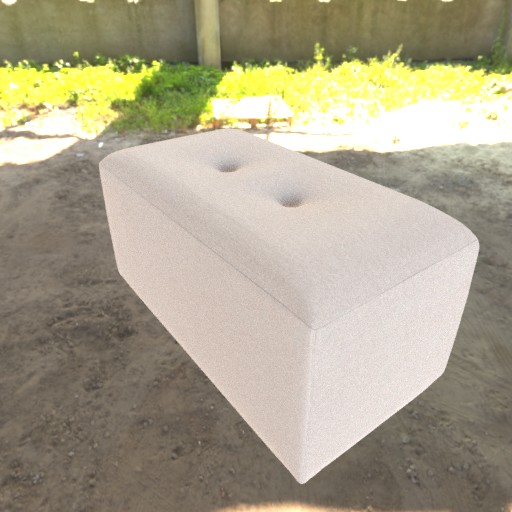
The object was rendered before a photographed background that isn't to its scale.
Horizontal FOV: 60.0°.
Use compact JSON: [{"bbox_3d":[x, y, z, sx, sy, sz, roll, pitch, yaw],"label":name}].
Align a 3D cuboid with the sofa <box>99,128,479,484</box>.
[{"bbox_3d":[0.000,0.000,1.174,0.480,0.470,0.930,-21,38,-31],"label":"sofa"}]
